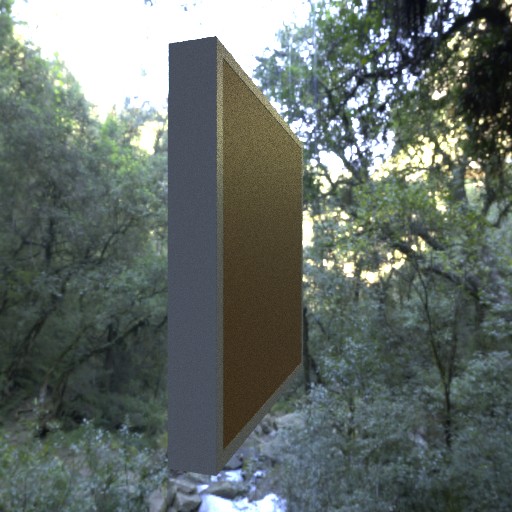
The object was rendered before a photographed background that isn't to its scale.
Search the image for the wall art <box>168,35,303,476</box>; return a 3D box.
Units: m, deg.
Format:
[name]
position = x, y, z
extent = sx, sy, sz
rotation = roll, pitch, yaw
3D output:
[wall art]
position = 0.000, 0.000, 0.457
extent = 0.038, 0.305, 0.305
rotation = 0, 0, 17
